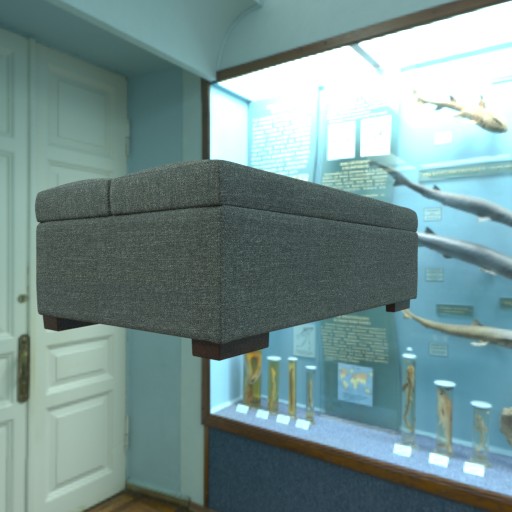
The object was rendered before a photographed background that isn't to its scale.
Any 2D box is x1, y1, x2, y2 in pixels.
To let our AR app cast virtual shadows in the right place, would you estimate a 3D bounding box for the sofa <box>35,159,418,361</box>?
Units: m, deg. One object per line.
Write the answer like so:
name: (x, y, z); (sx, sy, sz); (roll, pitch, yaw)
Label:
sofa: (0.000, 0.000, 1.559); (0.782, 0.417, 1.198); (0, 0, 37)
